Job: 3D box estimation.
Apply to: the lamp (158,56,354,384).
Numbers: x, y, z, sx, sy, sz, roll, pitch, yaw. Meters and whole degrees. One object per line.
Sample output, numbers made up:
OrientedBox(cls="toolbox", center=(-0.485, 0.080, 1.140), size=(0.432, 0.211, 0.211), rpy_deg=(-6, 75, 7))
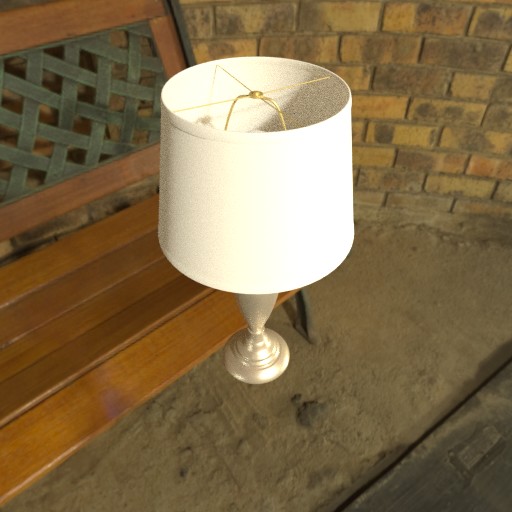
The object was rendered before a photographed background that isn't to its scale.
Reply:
OrientedBox(cls="lamp", center=(0.000, 0.000, 0.805), size=(0.328, 0.612, 0.328), rpy_deg=(0, 43, 0))
